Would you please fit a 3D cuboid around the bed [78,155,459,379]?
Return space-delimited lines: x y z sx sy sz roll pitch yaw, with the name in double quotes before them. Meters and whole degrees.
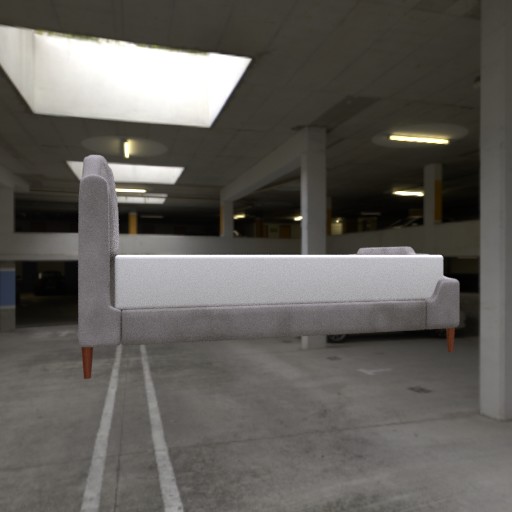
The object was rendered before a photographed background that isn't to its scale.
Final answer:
"bed" 0.000 0.000 3.352 2.340 1.245 1.676 0 0 -16
